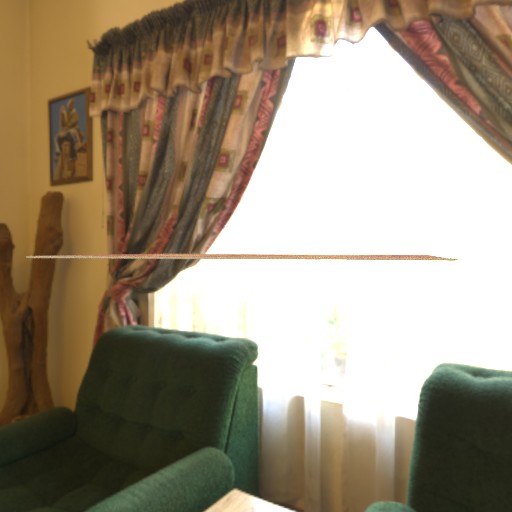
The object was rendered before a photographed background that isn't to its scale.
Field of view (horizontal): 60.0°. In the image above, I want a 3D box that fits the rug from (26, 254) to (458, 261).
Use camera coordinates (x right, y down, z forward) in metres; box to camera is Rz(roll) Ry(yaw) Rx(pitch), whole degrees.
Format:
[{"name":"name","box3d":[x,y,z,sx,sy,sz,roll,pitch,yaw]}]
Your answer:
[{"name":"rug","box3d":[0.000,0.000,2.893,2.232,0.011,1.555,0,1,17]}]
